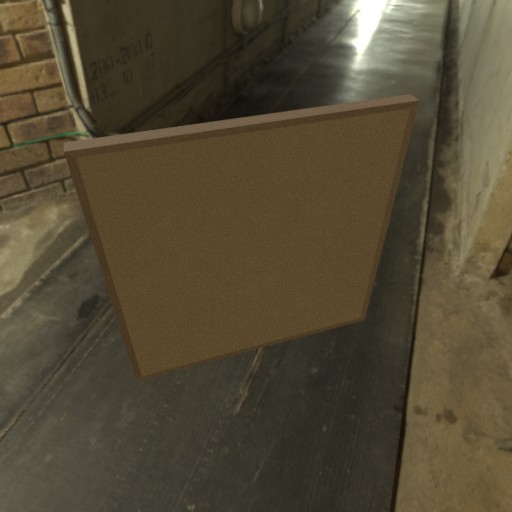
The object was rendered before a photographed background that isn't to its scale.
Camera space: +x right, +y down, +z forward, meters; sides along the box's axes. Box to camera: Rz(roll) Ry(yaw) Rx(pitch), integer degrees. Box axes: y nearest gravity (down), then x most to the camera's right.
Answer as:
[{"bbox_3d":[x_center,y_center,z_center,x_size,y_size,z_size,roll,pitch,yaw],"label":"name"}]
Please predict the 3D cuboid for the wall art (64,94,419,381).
[{"bbox_3d":[0.000,0.000,1.174,0.761,0.758,0.038,-12,43,-13],"label":"wall art"}]
